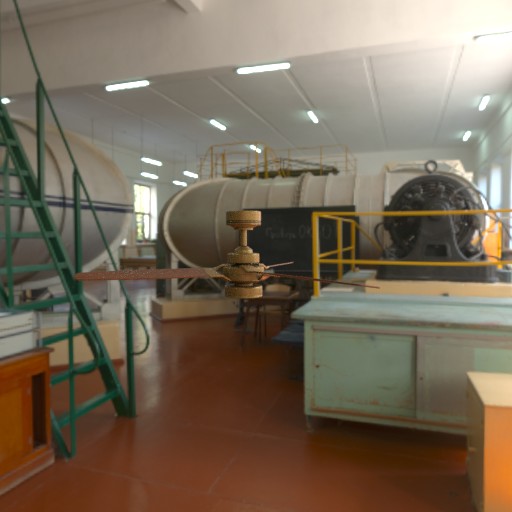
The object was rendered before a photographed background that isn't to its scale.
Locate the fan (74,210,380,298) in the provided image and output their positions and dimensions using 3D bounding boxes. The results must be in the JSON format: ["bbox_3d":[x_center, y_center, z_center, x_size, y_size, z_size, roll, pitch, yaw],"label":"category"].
[{"bbox_3d":[0.000,0.000,2.045,1.416,0.425,1.271,-2,3,-36],"label":"fan"}]
